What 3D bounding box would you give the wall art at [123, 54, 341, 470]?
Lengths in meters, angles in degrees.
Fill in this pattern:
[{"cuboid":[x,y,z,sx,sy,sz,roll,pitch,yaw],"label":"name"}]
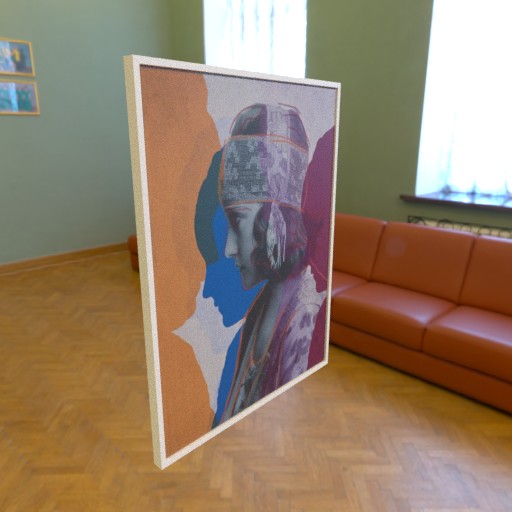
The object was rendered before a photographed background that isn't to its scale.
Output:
[{"cuboid":[0.000,0.000,1.364,0.039,1.050,0.795,14,21,41],"label":"wall art"}]
